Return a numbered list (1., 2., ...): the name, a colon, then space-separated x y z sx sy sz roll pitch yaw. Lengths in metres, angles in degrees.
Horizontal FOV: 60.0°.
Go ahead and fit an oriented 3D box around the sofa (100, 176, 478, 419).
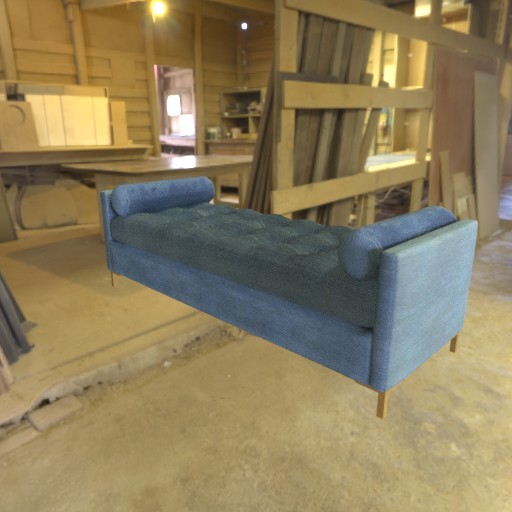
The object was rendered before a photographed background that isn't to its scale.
1. sofa: 0.000 0.000 2.515 2.102 0.705 0.796 16 23 42
